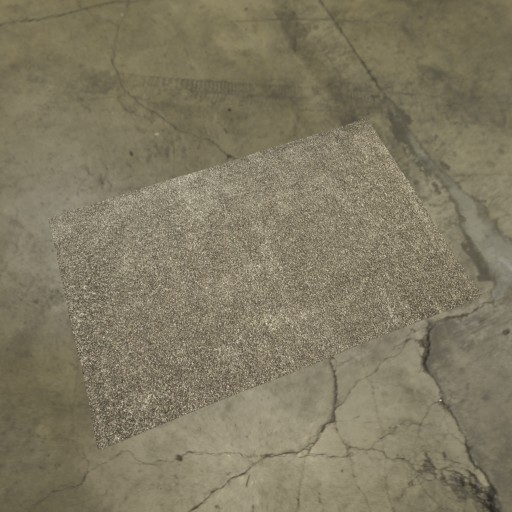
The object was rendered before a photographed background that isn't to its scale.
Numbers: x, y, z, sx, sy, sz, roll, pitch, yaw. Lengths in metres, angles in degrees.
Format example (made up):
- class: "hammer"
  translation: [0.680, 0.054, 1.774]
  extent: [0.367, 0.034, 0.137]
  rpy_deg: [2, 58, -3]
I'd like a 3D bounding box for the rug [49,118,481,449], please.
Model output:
- class: "rug"
  translation: [0.000, 0.000, 2.798]
  extent: [2.350, 0.025, 1.502]
  rpy_deg: [-19, 66, -9]
